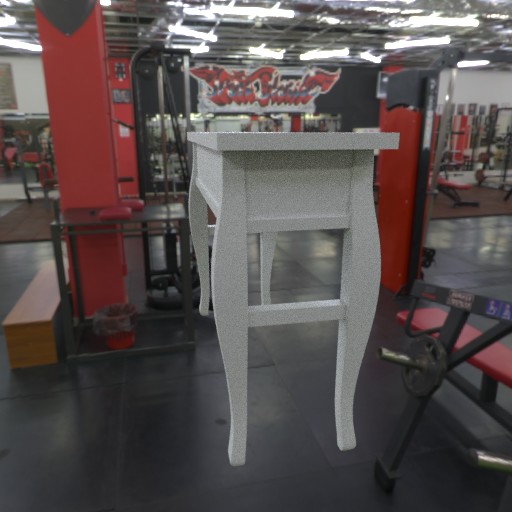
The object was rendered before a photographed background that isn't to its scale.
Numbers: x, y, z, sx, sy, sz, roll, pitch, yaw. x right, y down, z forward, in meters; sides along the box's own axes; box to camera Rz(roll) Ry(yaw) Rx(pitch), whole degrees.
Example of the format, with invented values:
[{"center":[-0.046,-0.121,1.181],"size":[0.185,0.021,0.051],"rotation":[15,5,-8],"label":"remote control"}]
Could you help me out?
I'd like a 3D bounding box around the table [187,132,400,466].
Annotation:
[{"center":[0.000,0.000,1.429],"size":[0.373,0.768,1.062],"rotation":[-3,16,-11],"label":"table"}]
